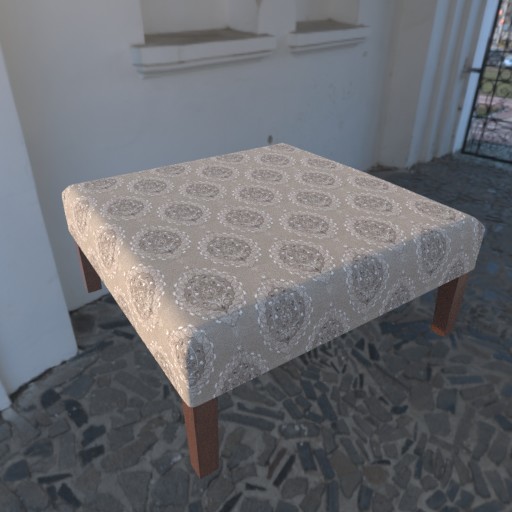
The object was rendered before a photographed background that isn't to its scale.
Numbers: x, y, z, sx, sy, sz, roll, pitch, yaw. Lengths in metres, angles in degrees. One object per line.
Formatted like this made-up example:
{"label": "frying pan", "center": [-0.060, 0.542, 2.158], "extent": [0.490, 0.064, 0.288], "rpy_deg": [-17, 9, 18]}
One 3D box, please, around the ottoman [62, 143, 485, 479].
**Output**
{"label": "ottoman", "center": [0.000, 0.000, 1.360], "extent": [0.889, 0.411, 0.890], "rpy_deg": [-19, 35, -29]}
